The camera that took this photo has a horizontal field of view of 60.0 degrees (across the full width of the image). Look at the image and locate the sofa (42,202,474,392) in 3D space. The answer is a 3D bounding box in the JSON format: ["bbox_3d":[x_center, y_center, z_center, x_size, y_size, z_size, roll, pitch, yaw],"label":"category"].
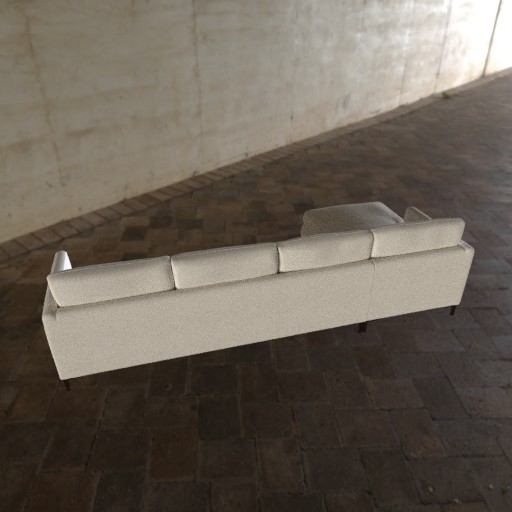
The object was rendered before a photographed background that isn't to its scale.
[{"bbox_3d":[0.000,0.000,3.763,3.186,0.875,1.467,-8,31,-14],"label":"sofa"}]
